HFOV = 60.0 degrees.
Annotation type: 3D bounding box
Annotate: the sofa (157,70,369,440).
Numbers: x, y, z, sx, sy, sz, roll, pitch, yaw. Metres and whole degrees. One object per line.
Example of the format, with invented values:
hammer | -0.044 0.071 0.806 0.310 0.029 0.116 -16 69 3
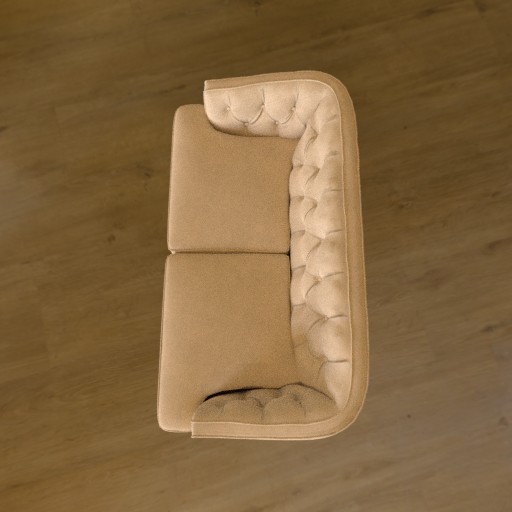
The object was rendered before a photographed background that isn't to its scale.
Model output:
sofa | 0.000 0.000 2.322 0.940 0.878 1.731 0 76 0
